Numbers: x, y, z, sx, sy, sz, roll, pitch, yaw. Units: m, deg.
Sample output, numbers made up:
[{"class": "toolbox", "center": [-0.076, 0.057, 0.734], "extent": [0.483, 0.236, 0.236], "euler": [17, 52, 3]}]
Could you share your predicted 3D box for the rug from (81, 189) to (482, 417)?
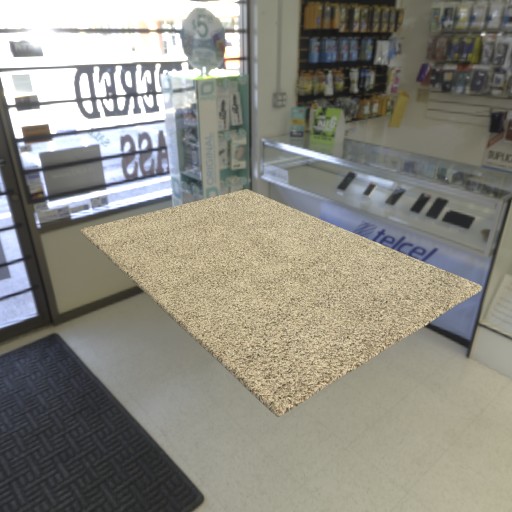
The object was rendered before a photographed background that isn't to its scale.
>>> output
[{"class": "rug", "center": [0.000, 0.000, 2.294], "extent": [1.219, 0.030, 1.778], "euler": [-19, 32, -33]}]
